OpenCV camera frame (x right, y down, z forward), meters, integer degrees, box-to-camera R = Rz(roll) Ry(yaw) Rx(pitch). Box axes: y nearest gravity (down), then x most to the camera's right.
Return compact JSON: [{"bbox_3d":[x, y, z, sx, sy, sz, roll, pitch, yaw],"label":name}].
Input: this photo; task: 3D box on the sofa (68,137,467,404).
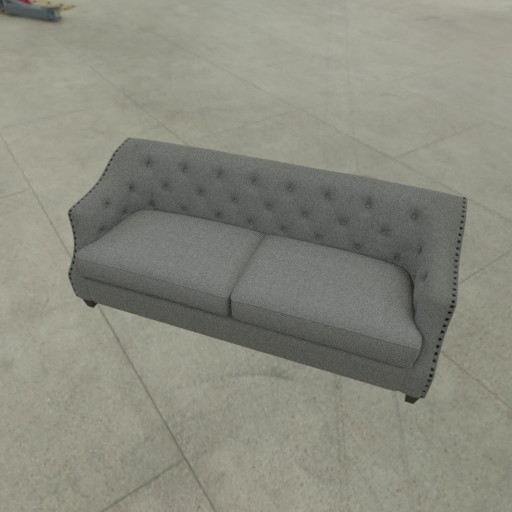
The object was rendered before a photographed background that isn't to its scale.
[{"bbox_3d":[0.000,0.000,2.745,2.235,0.901,0.914,13,43,15],"label":"sofa"}]
